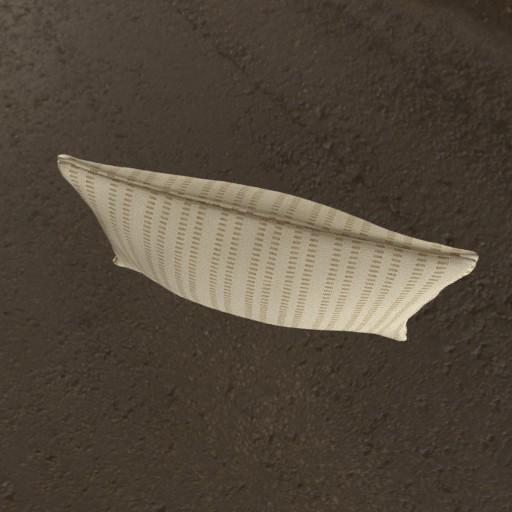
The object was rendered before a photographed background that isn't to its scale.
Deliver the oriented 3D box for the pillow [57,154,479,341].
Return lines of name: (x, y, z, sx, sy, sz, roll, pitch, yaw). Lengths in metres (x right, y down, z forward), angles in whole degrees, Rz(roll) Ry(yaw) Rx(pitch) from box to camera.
pillow: (0.000, 0.000, 0.792, 0.640, 0.353, 0.210, 14, 64, 7)
